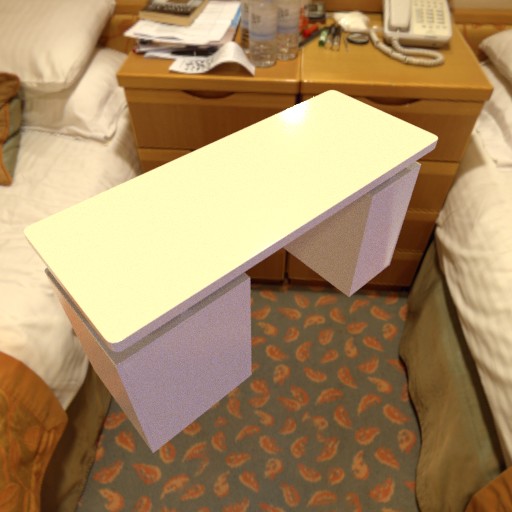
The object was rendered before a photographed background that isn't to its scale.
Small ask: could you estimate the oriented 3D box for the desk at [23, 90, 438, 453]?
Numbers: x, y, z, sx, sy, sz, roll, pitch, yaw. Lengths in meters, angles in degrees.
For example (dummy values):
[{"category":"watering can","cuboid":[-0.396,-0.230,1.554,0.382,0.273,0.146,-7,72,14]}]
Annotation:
[{"category":"desk","cuboid":[0.000,0.000,1.781,1.400,0.762,0.550,-32,54,-28]}]
